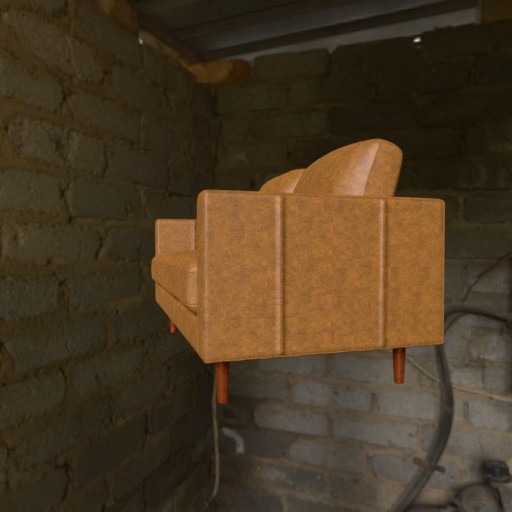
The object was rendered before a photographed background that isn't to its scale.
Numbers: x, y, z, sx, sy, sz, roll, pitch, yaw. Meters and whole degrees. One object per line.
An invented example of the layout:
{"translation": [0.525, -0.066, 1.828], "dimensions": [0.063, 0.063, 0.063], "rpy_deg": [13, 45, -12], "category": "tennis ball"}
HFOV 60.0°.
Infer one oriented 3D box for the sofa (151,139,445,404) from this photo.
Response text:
{"translation": [0.000, 0.000, 2.187], "dimensions": [0.909, 0.951, 1.578], "rpy_deg": [0, 1, -18], "category": "sofa"}
